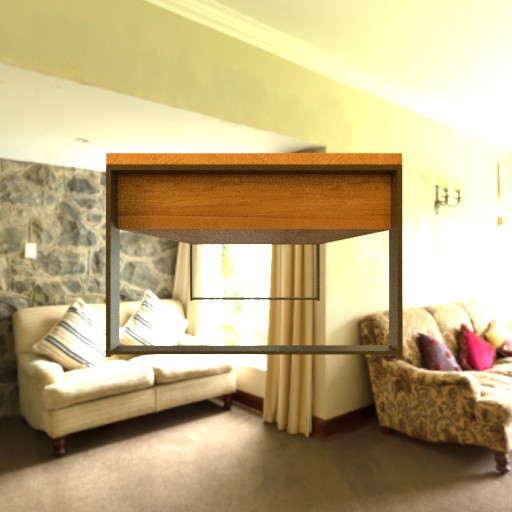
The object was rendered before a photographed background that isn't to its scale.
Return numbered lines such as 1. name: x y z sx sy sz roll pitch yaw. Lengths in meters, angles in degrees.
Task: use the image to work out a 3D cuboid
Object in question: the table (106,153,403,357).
1. table: 0.000 0.000 1.457 0.590 0.400 1.180 0 0 0
